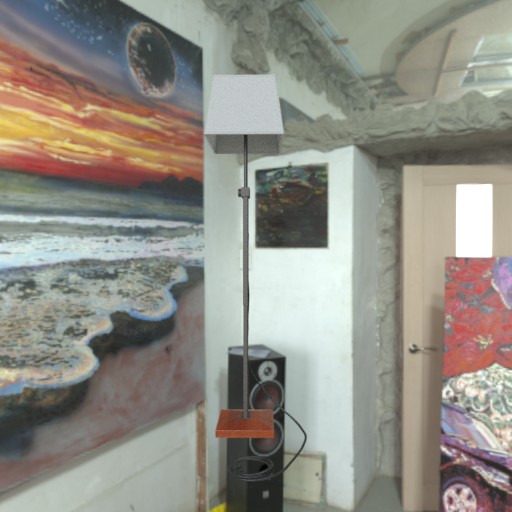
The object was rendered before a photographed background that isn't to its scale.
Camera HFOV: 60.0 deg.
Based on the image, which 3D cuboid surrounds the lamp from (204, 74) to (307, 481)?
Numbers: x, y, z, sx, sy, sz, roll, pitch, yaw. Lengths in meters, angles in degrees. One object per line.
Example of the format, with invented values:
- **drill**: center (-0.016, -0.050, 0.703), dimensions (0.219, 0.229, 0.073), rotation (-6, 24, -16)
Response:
- **lamp**: center (0.000, 0.000, 2.041), dimensions (0.472, 1.712, 0.745), rotation (0, 1, 1)
